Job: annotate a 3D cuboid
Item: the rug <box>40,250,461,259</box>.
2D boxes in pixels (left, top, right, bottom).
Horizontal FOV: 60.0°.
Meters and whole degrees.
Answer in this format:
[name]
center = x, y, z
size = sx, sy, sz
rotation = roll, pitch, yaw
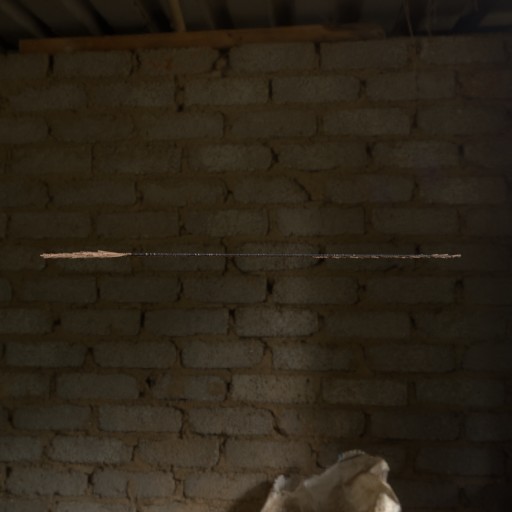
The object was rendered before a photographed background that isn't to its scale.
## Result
[rug]
center = 0.000, 0.000, 2.461
size = 2.021, 0.027, 1.224
rotation = 0, 0, -34
